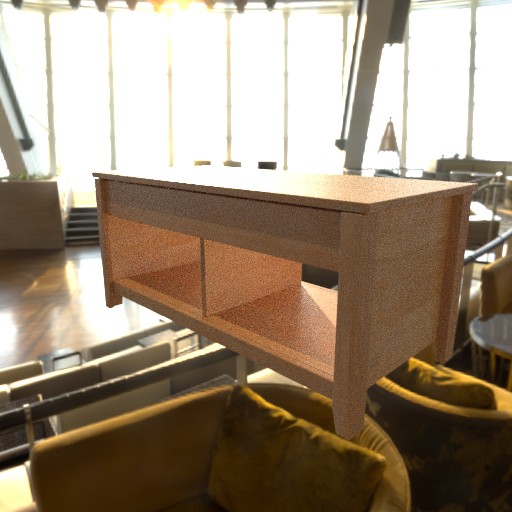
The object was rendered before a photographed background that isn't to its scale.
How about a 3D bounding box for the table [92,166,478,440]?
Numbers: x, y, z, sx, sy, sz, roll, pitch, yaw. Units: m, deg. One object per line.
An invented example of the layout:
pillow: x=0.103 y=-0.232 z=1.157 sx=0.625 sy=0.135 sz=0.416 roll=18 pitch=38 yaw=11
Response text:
table: x=0.000 y=0.000 z=1.296 sx=0.483 sy=0.457 sz=1.016 roll=-14 pitch=20 yaw=-43
